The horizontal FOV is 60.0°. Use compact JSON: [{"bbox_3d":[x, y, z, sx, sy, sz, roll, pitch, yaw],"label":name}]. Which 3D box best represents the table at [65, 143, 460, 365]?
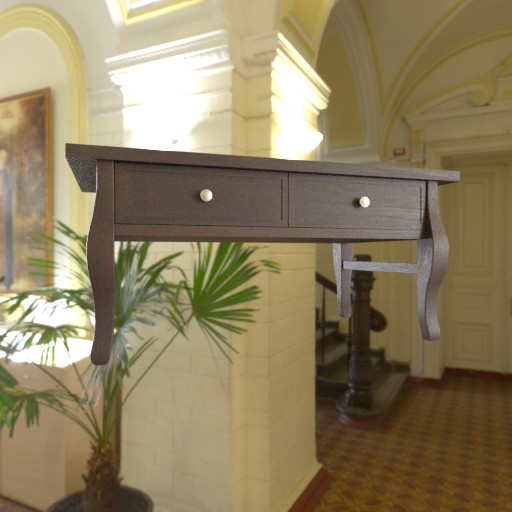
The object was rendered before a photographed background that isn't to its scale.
[{"bbox_3d":[0.000,0.000,1.405,1.062,0.494,0.600,0,0,-18],"label":"table"}]
